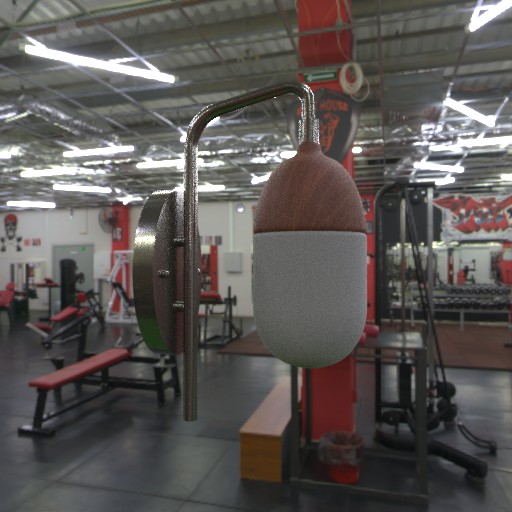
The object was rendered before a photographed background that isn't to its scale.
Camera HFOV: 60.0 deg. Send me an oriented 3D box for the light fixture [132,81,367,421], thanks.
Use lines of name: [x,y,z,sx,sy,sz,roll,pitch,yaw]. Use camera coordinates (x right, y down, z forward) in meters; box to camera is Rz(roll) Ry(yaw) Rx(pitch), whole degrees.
light fixture: [0.000,0.000,0.445,0.216,0.343,0.108,0,0,18]
